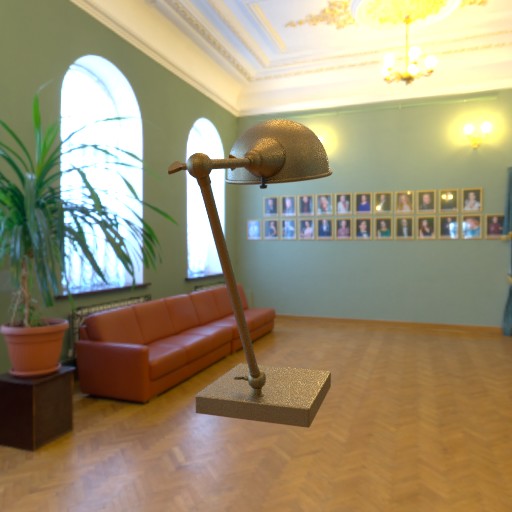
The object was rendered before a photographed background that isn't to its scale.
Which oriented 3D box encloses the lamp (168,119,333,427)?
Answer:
[{"bbox_3d":[0.000,0.000,0.526,0.149,0.371,0.339,0,1,18],"label":"lamp"}]
